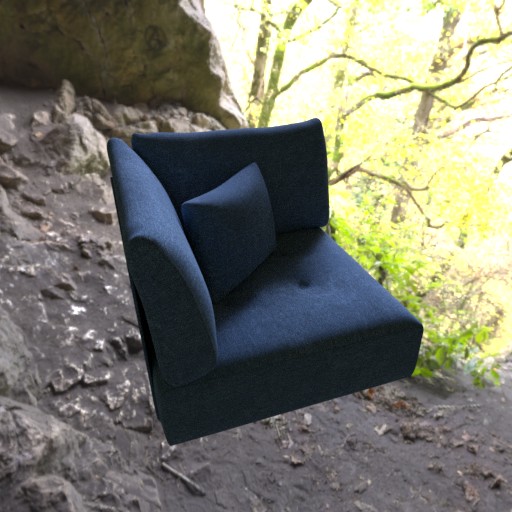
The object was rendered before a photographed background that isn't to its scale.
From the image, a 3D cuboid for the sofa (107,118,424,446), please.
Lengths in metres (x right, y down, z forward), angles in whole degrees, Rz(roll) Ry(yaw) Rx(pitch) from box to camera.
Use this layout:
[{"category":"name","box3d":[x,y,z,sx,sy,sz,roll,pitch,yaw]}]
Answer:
[{"category":"sofa","box3d":[0.000,0.000,1.779,1.000,0.820,1.000,-10,32,-17]}]
